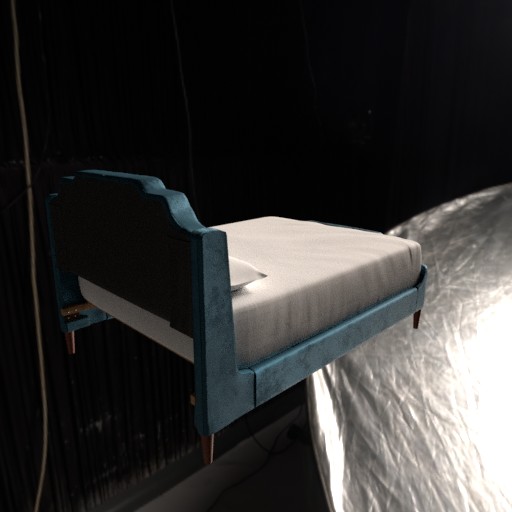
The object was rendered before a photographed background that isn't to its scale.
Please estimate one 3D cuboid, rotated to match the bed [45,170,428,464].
[{"bbox_3d":[0.000,0.000,3.280,2.322,1.338,1.678,-15,21,-43],"label":"bed"}]
